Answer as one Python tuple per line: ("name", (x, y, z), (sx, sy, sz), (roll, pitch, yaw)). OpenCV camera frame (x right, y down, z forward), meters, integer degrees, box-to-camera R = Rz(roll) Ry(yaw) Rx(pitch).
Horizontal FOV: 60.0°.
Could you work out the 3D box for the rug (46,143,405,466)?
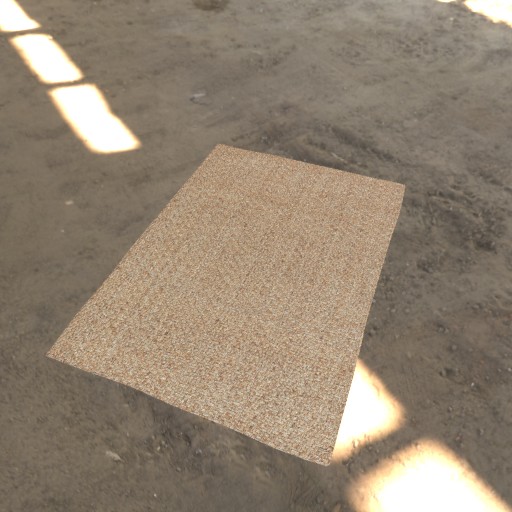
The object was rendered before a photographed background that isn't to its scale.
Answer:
("rug", (0.000, 0.000, 2.805), (1.566, 0.013, 2.141), (16, 49, 14))
